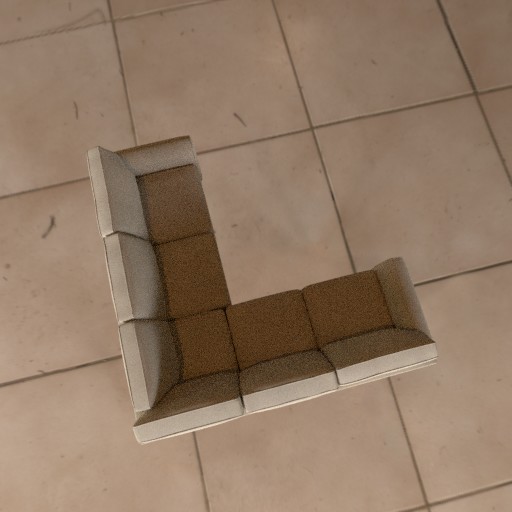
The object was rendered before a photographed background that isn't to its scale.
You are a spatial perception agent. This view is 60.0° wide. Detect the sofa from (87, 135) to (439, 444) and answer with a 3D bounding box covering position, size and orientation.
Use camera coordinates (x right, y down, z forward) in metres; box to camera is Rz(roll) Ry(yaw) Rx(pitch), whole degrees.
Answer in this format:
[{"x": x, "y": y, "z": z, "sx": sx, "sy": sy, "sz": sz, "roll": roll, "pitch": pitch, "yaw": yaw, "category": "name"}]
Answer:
[{"x": 0.000, "y": 0.000, "z": 4.006, "sx": 2.487, "sy": 1.054, "sz": 2.569, "roll": -14, "pitch": 76, "yaw": -4, "category": "sofa"}]
